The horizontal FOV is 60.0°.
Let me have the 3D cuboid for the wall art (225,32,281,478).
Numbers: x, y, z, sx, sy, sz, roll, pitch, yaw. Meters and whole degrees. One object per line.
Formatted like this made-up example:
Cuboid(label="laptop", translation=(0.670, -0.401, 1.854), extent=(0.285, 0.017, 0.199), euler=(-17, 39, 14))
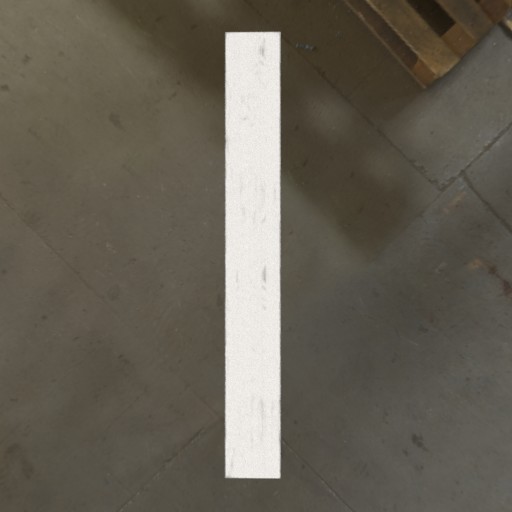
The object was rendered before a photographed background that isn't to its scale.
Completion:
Cuboid(label="wall art", translation=(0.000, 0.000, 0.455), extent=(0.038, 0.305, 0.305), euler=(0, 90, 1))
